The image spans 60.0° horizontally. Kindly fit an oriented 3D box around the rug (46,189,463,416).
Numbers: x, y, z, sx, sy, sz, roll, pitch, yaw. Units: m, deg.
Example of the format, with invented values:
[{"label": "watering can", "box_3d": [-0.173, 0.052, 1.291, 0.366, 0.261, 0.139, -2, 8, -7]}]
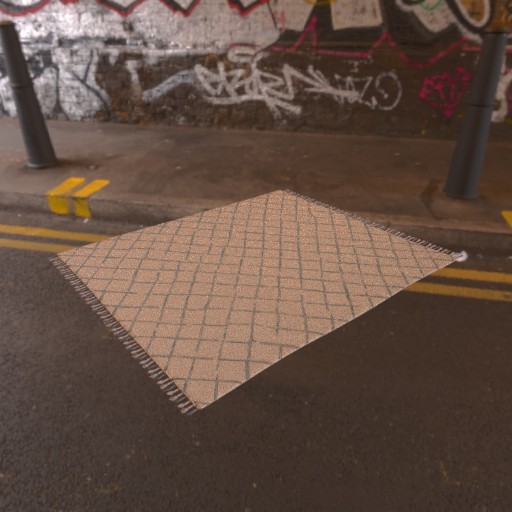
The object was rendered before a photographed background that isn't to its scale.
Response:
[{"label": "rug", "box_3d": [0.000, 0.000, 4.866, 3.585, 0.036, 2.892, -21, 34, -34]}]
